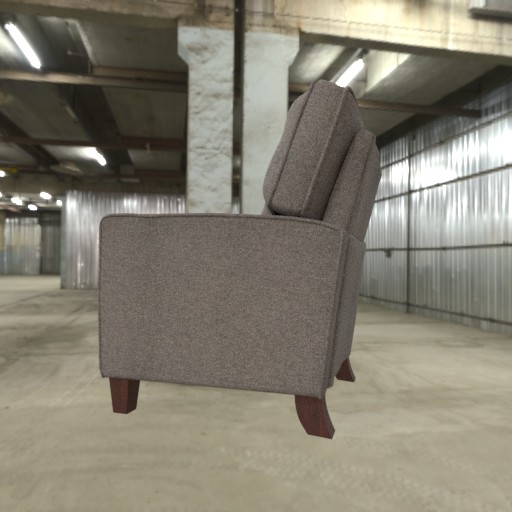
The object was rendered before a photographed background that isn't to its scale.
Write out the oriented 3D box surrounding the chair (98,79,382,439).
[{"bbox_3d":[0.000,0.000,1.432,0.775,0.889,0.650,0,-1,18],"label":"chair"}]
